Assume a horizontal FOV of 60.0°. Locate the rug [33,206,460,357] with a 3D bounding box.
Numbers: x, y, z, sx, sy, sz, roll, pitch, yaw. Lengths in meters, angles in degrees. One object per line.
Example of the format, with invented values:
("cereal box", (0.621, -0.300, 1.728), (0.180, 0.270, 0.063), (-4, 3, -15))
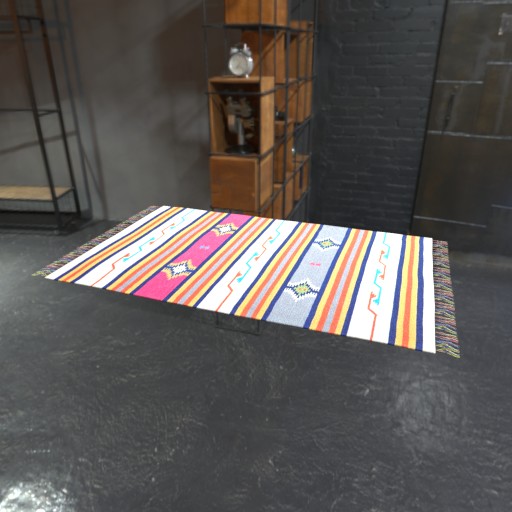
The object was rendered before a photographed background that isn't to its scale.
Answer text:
("rug", (0.000, 0.000, 2.243), (1.849, 0.013, 1.084), (8, 26, 17))
